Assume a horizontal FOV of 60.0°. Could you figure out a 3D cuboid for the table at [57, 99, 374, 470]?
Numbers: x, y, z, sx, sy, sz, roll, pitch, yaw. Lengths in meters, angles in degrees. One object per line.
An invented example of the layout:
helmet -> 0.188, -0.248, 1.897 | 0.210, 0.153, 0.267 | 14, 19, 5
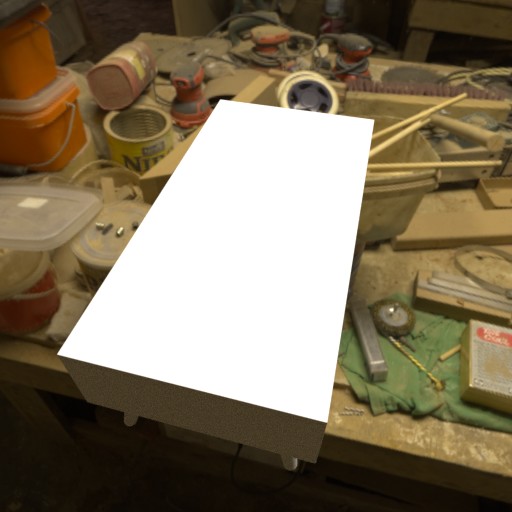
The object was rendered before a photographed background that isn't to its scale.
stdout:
table -> 0.000, 0.000, 1.490 | 0.609, 0.432, 1.194 | 11, 48, 10
